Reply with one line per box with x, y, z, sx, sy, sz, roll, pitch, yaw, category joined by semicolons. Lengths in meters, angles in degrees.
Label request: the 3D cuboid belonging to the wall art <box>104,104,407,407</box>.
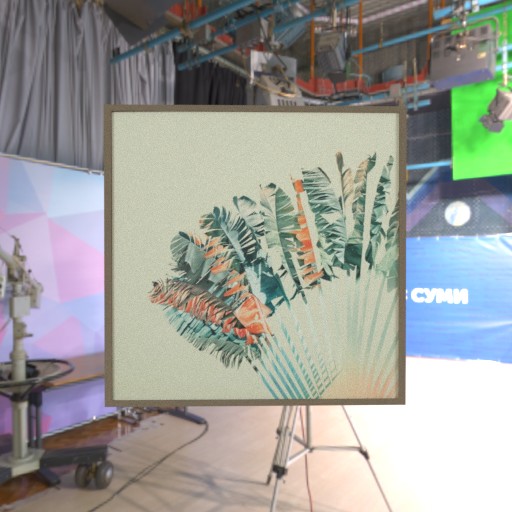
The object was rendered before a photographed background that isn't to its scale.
0.000;0.000;0.765;0.508;0.506;0.038;0;0;-1;wall art
